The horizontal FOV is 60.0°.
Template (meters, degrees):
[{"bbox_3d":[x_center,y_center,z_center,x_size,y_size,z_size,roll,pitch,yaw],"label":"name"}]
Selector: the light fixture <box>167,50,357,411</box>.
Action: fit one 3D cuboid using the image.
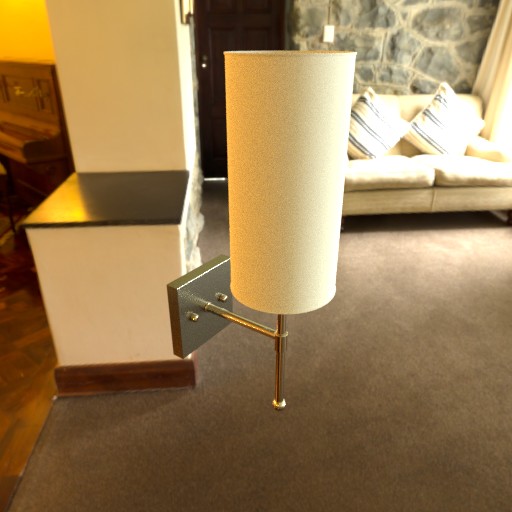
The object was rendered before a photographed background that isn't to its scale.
[{"bbox_3d":[0.000,0.000,0.551,0.208,0.462,0.128,17,31,31],"label":"light fixture"}]
